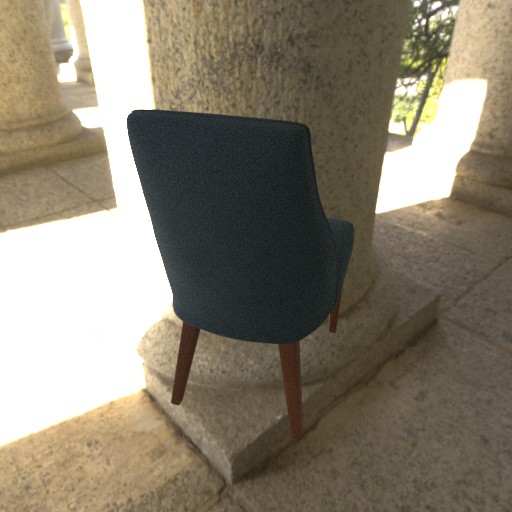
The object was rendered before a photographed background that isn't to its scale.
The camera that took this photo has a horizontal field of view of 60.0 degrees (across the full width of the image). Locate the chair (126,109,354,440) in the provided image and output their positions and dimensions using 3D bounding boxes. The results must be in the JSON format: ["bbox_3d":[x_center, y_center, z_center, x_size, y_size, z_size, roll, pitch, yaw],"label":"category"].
[{"bbox_3d":[0.000,0.000,1.290,0.500,0.930,0.620,10,32,16],"label":"chair"}]
